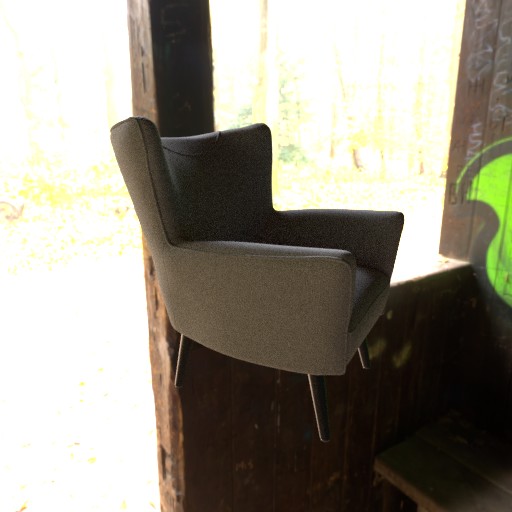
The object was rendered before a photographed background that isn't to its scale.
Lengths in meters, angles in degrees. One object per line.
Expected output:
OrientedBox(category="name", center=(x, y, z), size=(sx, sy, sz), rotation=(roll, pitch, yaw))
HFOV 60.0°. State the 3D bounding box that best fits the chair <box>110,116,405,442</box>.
OrientedBox(category="chair", center=(0.000, 0.000, 1.577), size=(0.888, 0.933, 0.781), rotation=(8, 17, 27))
